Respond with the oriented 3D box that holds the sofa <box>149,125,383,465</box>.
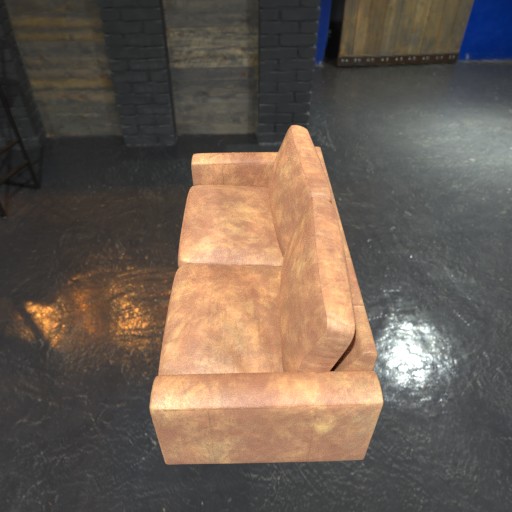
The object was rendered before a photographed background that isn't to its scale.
[{"bbox_3d":[0.000,0.000,2.724,1.016,0.873,2.179,-1,41,-1],"label":"sofa"}]
